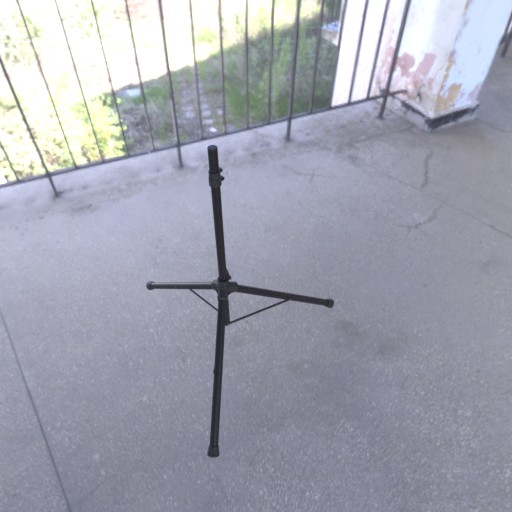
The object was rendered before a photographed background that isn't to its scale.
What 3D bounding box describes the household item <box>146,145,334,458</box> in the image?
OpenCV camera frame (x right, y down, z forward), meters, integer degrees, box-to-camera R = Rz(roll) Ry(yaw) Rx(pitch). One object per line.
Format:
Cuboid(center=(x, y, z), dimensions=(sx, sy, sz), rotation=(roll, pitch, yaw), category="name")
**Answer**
Cuboid(center=(0.000, 0.000, 1.880), dimensions=(0.907, 1.136, 1.045), rotation=(-17, 48, -16), category="household item")
